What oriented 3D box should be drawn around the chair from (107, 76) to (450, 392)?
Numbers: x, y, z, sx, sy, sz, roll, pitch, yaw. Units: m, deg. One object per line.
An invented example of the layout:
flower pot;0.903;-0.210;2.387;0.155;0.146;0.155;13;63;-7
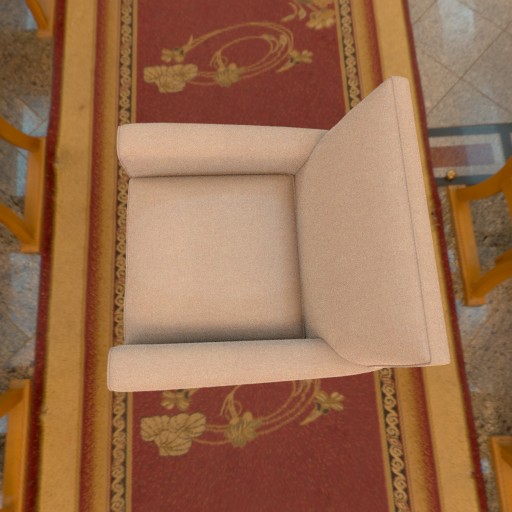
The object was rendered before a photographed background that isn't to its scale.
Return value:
chair;0.000;0.000;1.506;0.871;0.846;0.840;-2;75;-1
